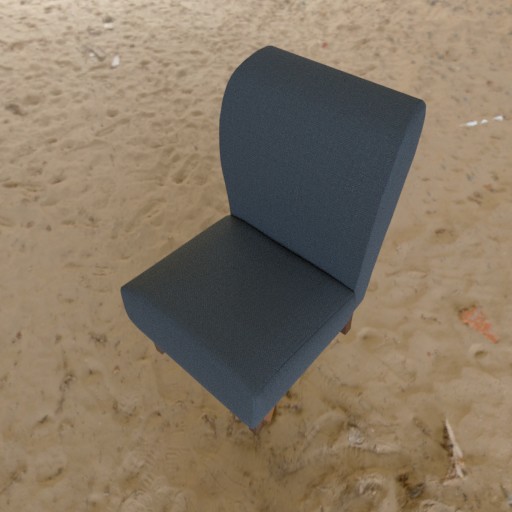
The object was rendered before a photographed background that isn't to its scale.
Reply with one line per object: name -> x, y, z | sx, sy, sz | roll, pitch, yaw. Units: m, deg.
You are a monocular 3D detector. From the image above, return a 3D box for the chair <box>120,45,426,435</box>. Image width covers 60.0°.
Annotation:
chair -> 0.000, 0.000, 1.167 | 0.513, 0.804, 0.592 | 32, 55, 26
